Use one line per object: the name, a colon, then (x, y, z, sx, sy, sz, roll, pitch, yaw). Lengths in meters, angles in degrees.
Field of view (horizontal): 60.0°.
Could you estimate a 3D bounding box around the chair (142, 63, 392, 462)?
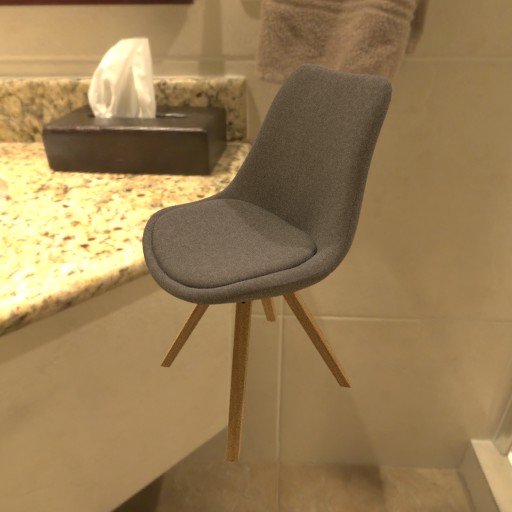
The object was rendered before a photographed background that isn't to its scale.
chair: (0.000, 0.000, 1.157, 0.550, 0.865, 0.483, -20, 36, -29)
